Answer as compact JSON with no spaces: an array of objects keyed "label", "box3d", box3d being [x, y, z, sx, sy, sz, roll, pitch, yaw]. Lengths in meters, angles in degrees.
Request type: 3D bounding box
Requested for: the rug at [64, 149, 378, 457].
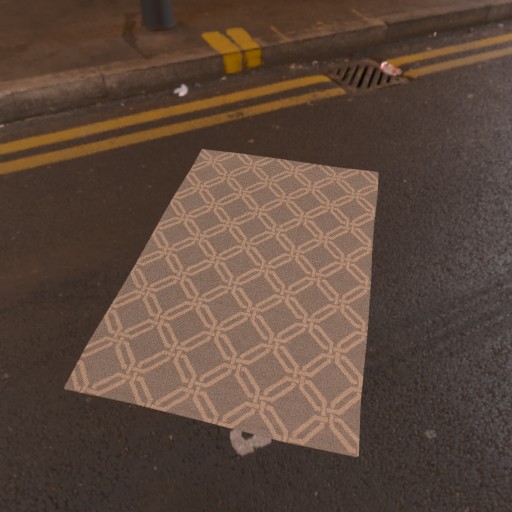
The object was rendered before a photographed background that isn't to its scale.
[{"label":"rug","box3d":[0.000,0.000,2.226,1.148,0.010,1.754,9,47,9]}]
